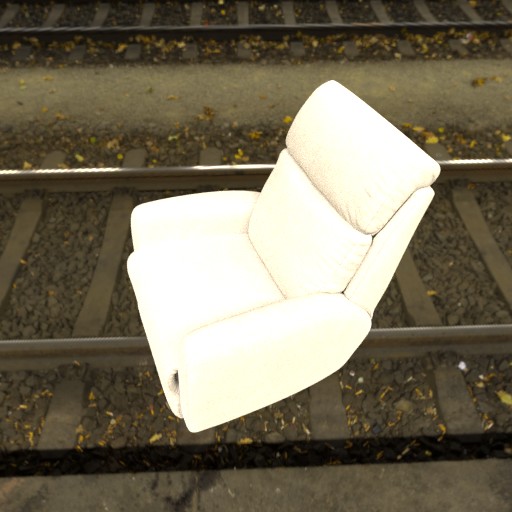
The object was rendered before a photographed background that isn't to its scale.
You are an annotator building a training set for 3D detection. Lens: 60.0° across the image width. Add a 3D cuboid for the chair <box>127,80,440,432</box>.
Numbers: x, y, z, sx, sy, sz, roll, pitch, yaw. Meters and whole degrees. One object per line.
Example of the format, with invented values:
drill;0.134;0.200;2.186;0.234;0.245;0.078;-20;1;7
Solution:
chair;0.000;0.000;1.687;0.941;1.015;0.812;-17;49;-16
